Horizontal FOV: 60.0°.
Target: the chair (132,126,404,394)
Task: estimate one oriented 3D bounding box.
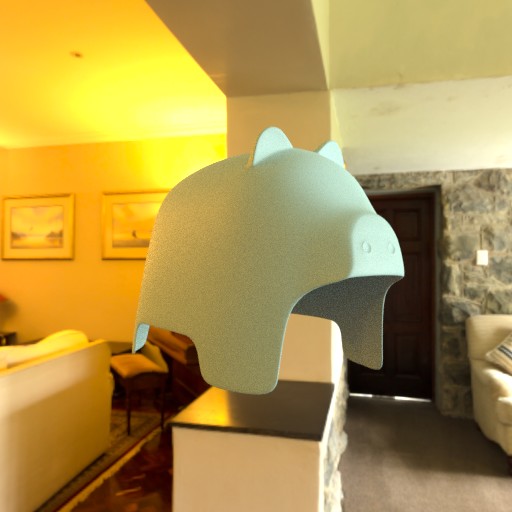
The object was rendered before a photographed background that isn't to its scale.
[{"bbox_3d":[0.000,0.000,0.888,0.364,0.423,0.619,1,-1,-36],"label":"chair"}]
